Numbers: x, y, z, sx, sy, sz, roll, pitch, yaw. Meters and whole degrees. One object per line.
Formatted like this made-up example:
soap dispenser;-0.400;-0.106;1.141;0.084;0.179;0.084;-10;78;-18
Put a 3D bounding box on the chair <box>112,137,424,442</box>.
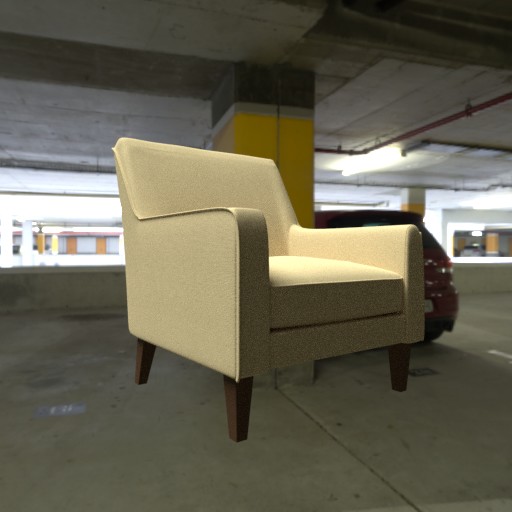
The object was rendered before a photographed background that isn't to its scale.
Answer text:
chair;0.000;0.000;1.621;0.780;0.919;0.899;-1;1;-36
